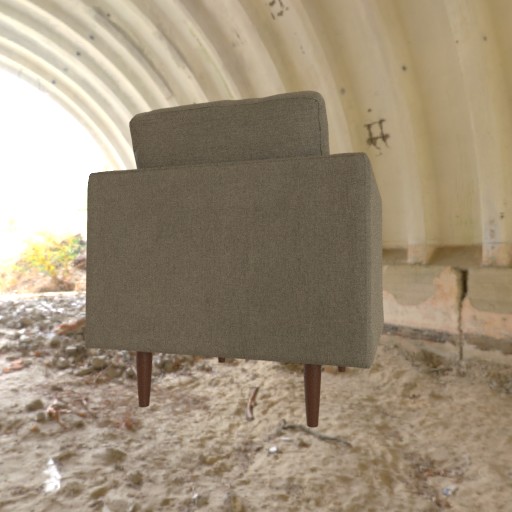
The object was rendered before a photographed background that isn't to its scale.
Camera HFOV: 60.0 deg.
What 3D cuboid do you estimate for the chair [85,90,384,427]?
[{"bbox_3d":[0.000,0.000,1.584,0.855,0.927,0.800,0,-1,18],"label":"chair"}]
